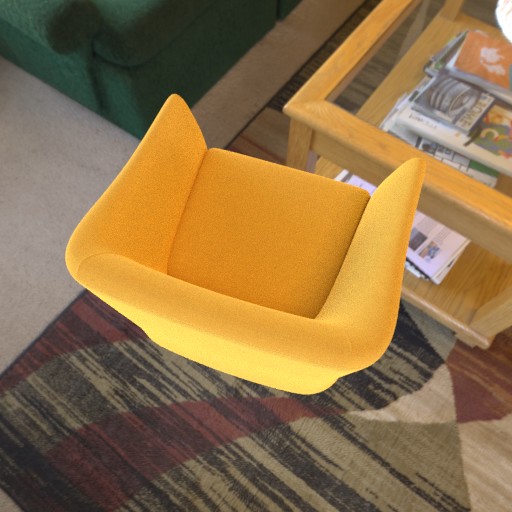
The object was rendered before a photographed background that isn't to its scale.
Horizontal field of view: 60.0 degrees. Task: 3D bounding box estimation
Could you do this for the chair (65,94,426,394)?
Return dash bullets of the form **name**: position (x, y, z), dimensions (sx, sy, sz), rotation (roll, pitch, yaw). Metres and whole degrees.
- **chair**: position (0.000, 0.000, 1.351), dimensions (0.790, 0.720, 0.700), rotation (17, 66, 8)
